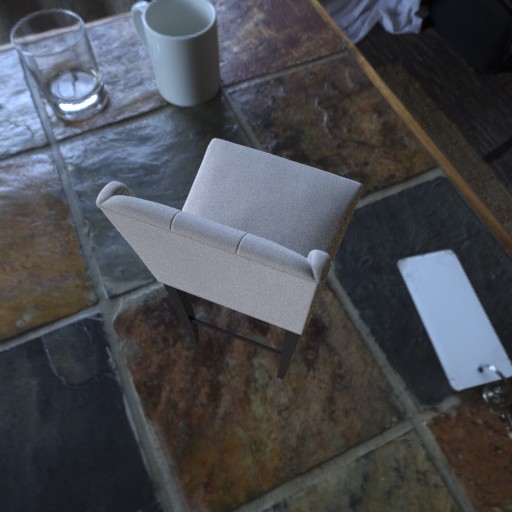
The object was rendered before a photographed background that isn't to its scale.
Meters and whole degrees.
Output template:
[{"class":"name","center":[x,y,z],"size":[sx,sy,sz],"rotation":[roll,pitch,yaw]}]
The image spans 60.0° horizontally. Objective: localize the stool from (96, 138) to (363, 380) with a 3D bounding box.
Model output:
[{"class":"stool","center":[0.000,0.000,1.357],"size":[0.474,1.116,0.509],"rotation":[19,66,9]}]
